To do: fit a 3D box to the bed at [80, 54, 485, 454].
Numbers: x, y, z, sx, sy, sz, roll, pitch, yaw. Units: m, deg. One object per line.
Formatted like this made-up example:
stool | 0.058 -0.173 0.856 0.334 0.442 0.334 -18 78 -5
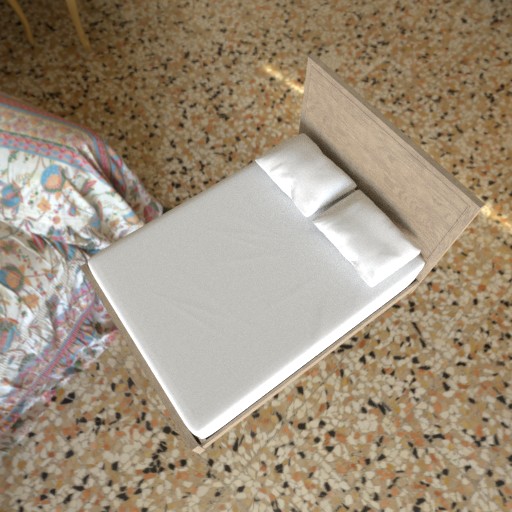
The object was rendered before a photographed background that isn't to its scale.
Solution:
bed | 0.000 0.000 3.233 2.189 1.369 1.606 -33 68 -15
